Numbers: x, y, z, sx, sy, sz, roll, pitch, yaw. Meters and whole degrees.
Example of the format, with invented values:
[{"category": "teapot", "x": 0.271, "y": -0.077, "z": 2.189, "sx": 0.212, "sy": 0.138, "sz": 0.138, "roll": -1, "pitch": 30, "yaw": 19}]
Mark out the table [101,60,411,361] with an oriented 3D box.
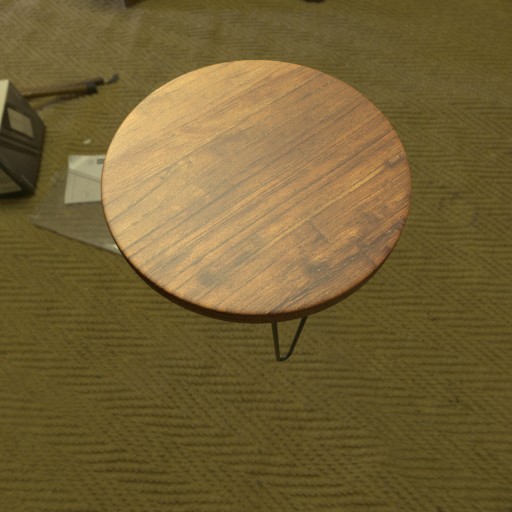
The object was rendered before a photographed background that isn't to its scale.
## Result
[{"category": "table", "x": 0.000, "y": 0.000, "z": 0.806, "sx": 0.400, "sy": 0.520, "sz": 0.400, "roll": 0, "pitch": 64, "yaw": 0}]
